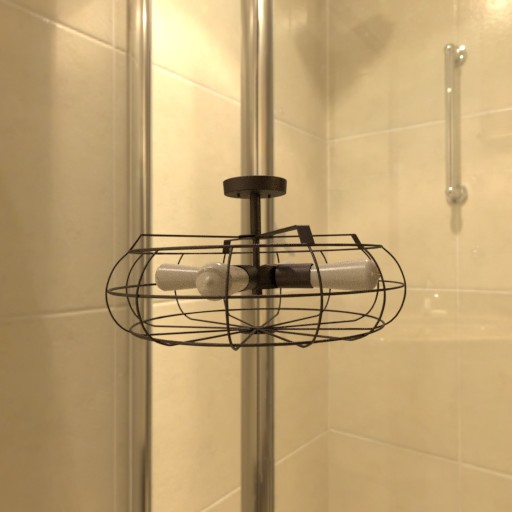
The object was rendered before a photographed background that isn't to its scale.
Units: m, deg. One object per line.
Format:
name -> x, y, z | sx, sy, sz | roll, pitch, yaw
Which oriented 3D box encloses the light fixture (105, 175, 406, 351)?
light fixture -> 0.000, 0.000, 0.913 | 0.582, 0.311, 0.582 | 0, -1, 0
